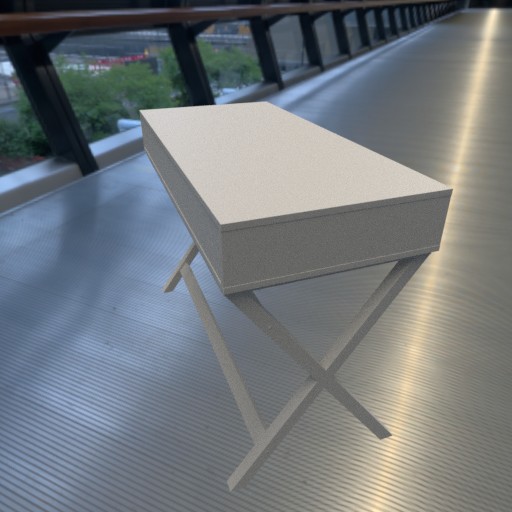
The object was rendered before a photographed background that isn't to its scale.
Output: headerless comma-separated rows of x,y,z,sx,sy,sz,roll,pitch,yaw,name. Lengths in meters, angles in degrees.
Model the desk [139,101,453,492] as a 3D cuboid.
0.000,0.000,1.472,0.525,0.780,1.057,-10,31,-18,desk
